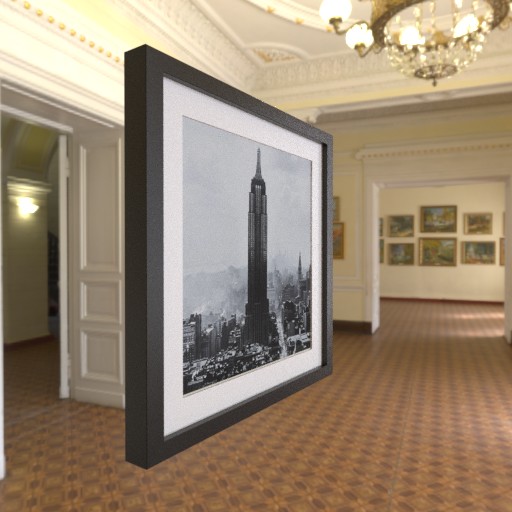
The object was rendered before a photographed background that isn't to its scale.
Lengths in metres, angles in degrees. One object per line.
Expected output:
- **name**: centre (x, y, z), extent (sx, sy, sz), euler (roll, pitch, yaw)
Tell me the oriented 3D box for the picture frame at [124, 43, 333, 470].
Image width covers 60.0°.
- **picture frame**: centre (0.000, 0.000, 0.520), extent (0.029, 0.353, 0.355), euler (0, 1, 35)
